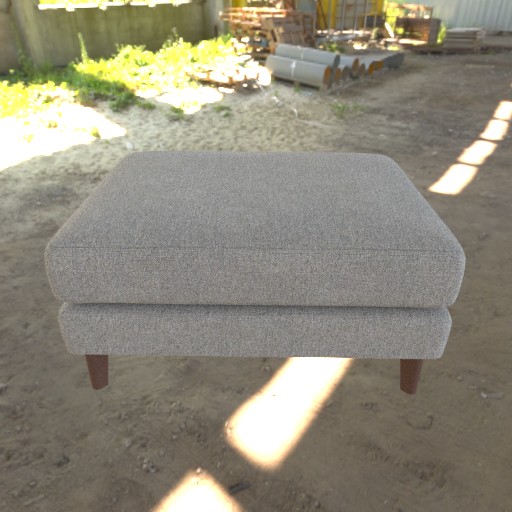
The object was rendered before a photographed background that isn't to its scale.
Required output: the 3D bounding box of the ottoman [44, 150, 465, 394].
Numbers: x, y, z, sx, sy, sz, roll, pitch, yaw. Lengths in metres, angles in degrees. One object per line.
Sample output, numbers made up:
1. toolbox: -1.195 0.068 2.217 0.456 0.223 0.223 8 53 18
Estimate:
1. ottoman: 0.000 0.000 1.172 0.821 0.441 0.611 1 30 1
